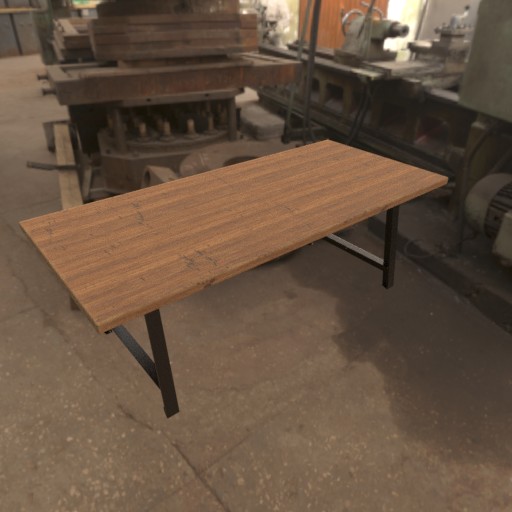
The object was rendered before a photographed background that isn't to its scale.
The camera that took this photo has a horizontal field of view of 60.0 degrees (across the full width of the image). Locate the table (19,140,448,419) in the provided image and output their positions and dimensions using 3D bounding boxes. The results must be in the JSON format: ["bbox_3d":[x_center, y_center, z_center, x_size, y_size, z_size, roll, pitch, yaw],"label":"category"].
[{"bbox_3d":[0.000,0.000,2.633,2.200,0.757,1.000,-23,38,-32],"label":"table"}]
